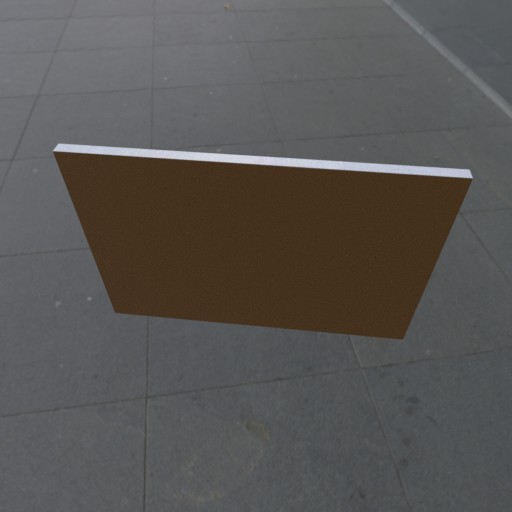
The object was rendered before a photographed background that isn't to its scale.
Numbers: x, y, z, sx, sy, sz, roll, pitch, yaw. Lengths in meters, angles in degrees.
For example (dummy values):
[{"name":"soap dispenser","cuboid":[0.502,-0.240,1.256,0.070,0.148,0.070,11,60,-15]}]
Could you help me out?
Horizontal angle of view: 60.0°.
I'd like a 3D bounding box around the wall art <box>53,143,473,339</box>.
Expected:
[{"name":"wall art","cuboid":[0.000,0.000,1.490,1.145,0.762,0.041,5,47,4]}]
